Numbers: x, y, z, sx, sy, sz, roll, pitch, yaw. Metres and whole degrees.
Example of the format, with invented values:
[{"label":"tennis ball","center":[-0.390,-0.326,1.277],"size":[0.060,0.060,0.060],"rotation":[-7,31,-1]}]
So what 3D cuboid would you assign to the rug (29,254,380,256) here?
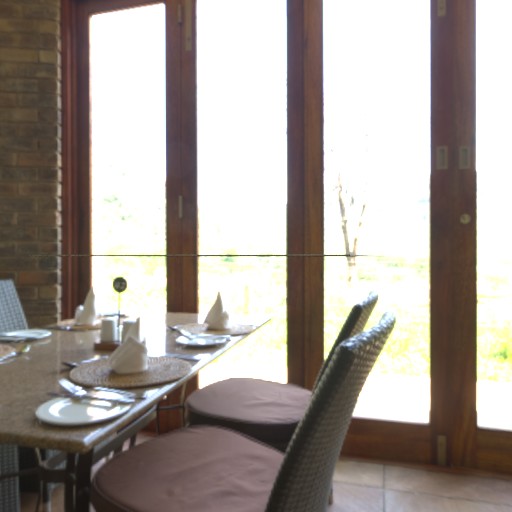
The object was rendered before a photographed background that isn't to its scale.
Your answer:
[{"label":"rug","center":[0.000,0.000,2.363],"size":[1.229,0.005,1.827],"rotation":[0,0,19]}]
